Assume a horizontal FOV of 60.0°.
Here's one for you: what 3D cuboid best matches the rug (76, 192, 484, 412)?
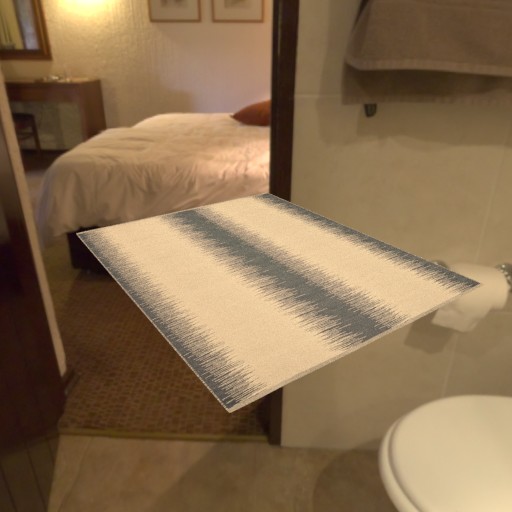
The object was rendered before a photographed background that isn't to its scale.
[{"bbox_3d":[0.000,0.000,4.112,2.453,0.004,3.037,-17,30,-31],"label":"rug"}]
